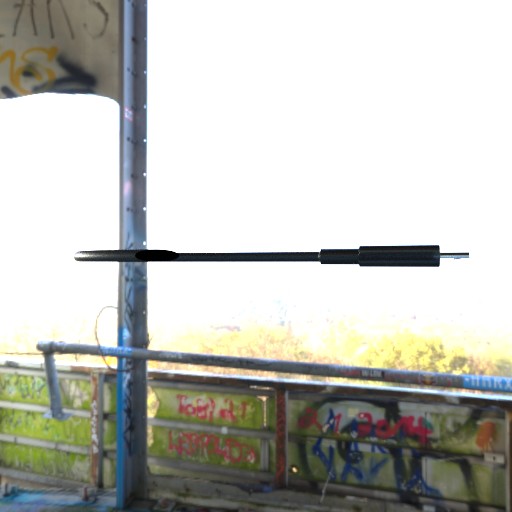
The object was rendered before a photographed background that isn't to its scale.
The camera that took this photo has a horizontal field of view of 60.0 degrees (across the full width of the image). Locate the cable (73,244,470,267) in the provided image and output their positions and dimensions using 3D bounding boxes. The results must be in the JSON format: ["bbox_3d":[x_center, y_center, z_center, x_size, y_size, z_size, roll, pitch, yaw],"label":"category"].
[{"bbox_3d":[0.000,0.000,0.109,0.098,0.006,0.040,0,-1,18],"label":"cable"}]
